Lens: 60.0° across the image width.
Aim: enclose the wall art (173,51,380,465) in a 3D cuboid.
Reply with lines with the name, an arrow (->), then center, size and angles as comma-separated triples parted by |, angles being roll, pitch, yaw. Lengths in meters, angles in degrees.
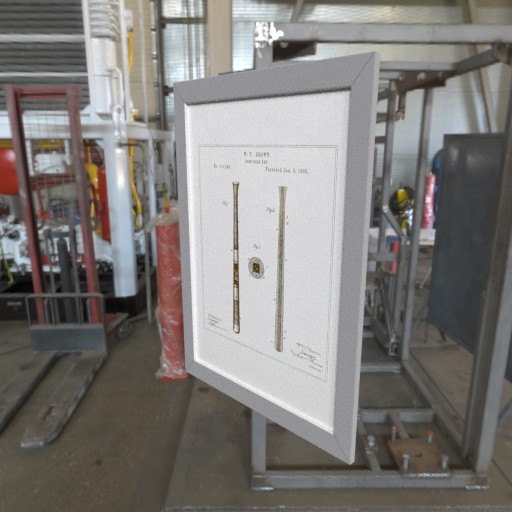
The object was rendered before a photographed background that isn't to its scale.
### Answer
wall art -> 0.000, 0.000, 0.677 | 0.374, 0.529, 0.012 | 13, 20, 42
